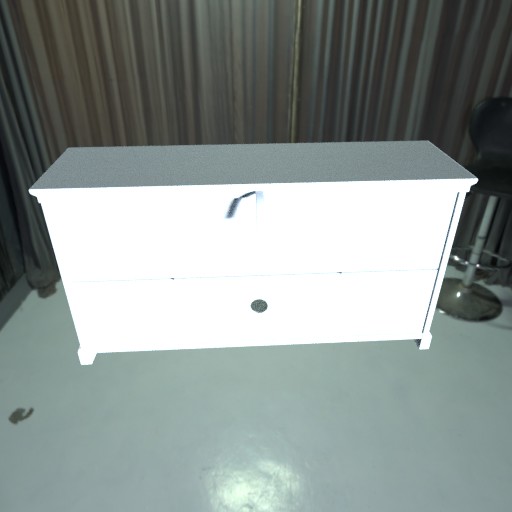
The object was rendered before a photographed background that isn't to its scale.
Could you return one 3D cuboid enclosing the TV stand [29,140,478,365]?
[{"bbox_3d":[0.000,0.000,1.454,1.187,0.624,0.424,-2,32,-3],"label":"TV stand"}]
